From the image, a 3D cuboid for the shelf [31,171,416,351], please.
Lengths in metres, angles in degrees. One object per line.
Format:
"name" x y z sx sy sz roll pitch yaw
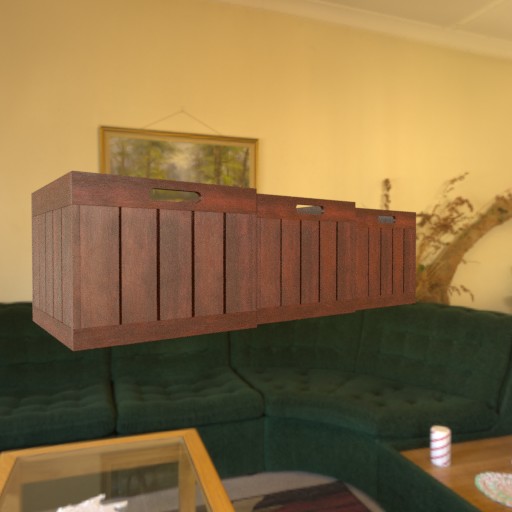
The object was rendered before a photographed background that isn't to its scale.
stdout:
"shelf" 0.000 0.000 1.234 1.064 0.311 0.393 -1 1 -36
